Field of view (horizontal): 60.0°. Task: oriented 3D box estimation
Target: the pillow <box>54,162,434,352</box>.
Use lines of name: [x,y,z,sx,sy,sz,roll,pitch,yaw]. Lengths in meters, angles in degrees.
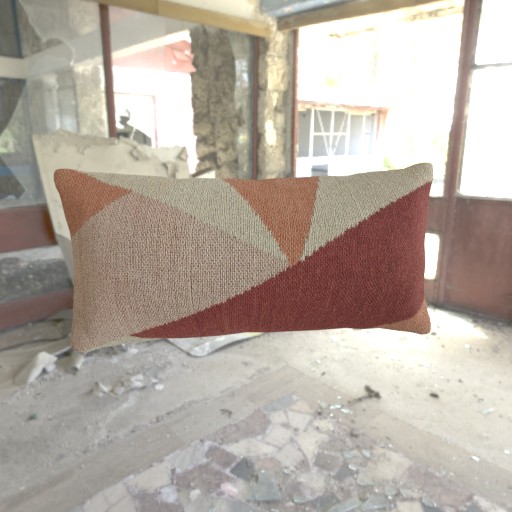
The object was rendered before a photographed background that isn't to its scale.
pillow: [0.000,0.000,0.718,0.609,0.292,0.155,-2,15,-7]
